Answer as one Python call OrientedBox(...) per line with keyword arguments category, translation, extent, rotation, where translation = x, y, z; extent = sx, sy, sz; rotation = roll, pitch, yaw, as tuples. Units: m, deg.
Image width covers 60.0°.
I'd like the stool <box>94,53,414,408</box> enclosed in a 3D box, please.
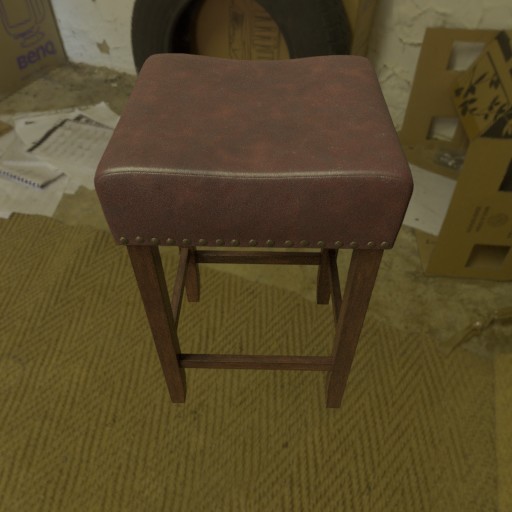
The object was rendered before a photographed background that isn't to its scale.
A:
OrientedBox(category="stool", translation=(0.000, 0.000, 1.025), extent=(0.465, 0.769, 0.401), rotation=(1, 47, 1))
